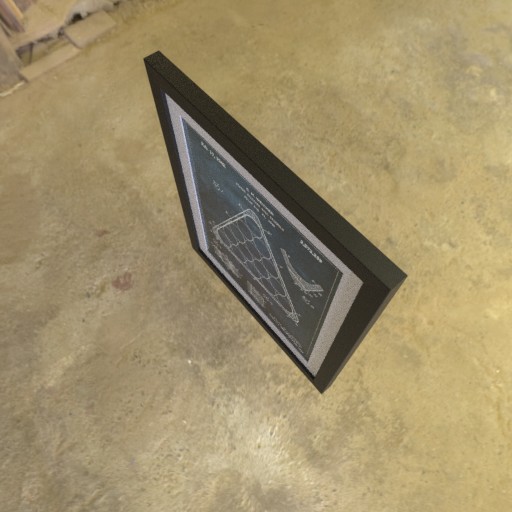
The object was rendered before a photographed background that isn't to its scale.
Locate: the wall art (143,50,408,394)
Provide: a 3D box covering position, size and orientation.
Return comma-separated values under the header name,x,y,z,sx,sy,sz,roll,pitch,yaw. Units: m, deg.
name,x,y,z,sx,sy,sz,roll,pitch,yaw
wall art,0.000,0.000,0.731,0.025,0.508,0.432,-36,68,-18
